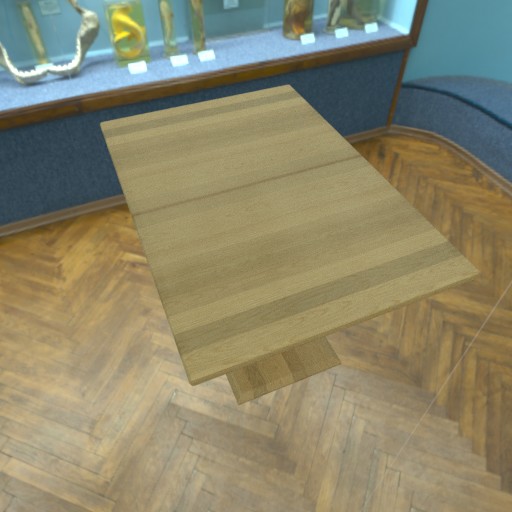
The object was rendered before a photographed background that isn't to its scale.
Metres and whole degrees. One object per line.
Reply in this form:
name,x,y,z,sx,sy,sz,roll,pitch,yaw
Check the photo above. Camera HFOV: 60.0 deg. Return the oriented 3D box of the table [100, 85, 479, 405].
table,0.000,0.000,1.880,0.900,0.770,1.300,-17,49,-15
